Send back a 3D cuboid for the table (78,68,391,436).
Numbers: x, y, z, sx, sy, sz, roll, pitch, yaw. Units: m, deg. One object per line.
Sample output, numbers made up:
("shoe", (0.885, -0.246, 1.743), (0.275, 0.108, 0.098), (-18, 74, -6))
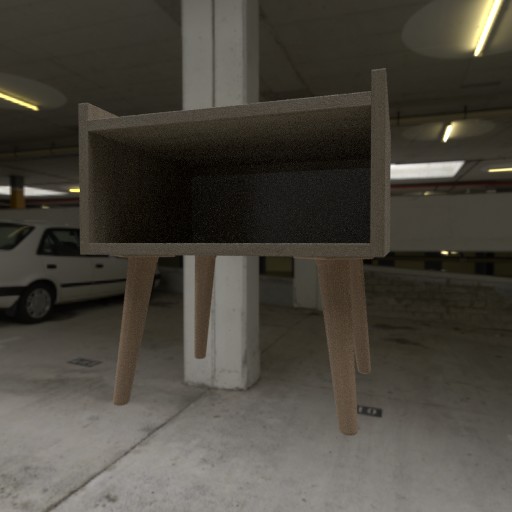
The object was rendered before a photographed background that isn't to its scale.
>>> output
("table", (0.000, 0.000, 0.790), (0.450, 0.470, 0.370), (1, 2, 18))
